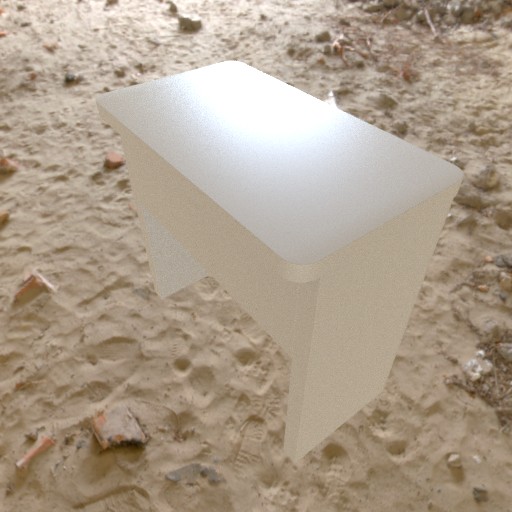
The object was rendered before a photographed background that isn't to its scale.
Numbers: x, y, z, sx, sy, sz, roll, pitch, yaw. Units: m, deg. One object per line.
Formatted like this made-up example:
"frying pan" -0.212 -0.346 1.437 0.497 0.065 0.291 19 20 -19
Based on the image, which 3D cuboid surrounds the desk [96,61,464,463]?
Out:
"desk" 0.000 0.000 1.241 0.446 0.760 0.790 -27 49 -27
